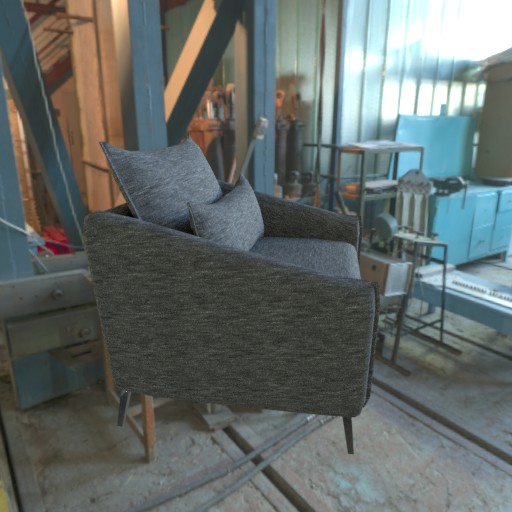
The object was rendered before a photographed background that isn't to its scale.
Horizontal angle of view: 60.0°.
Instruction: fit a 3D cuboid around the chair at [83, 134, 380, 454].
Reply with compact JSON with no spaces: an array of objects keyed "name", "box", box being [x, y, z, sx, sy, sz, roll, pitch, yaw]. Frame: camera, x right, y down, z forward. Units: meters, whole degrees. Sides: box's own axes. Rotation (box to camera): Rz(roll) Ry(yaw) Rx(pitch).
[{"name":"chair","box":[0.000,0.000,1.626,0.805,0.842,1.004,3,17,9]}]
